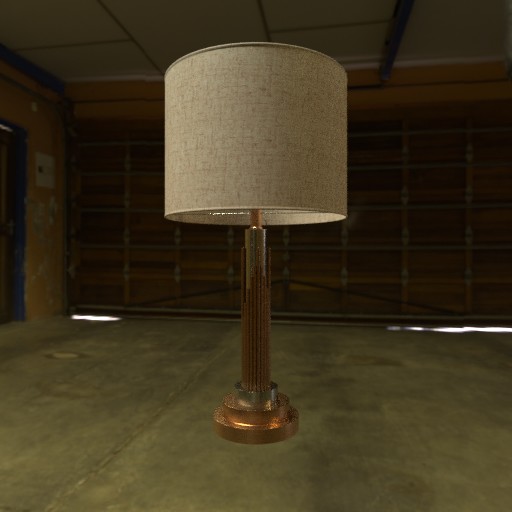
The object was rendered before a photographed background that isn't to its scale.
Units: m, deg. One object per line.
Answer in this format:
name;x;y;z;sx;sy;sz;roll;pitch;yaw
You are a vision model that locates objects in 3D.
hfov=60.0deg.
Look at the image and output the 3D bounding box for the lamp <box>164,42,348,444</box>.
lamp;0.000;0.000;0.793;0.321;0.610;0.321;0;0;-35
